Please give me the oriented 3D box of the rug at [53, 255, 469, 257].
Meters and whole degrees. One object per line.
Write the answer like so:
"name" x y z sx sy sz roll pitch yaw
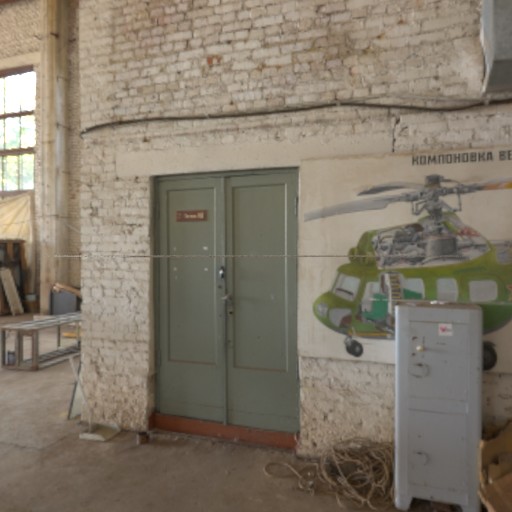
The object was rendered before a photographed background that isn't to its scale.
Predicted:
"rug" 0.000 0.000 2.080 1.634 0.003 1.190 0 0 -34
